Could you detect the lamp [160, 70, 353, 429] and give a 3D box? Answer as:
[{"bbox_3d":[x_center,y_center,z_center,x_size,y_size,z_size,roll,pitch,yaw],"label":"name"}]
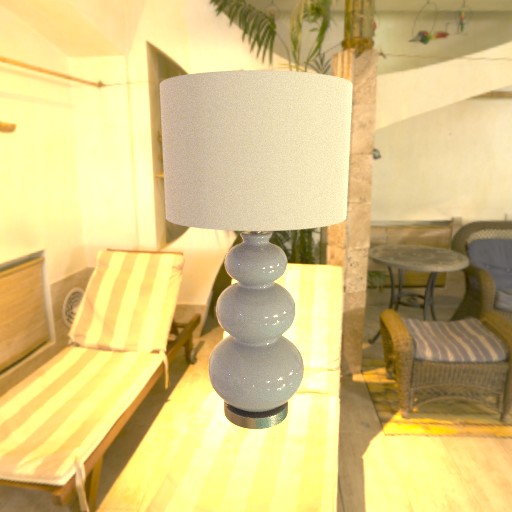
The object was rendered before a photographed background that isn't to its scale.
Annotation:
[{"bbox_3d":[0.000,0.000,0.939,0.367,0.730,0.367,2,13,9],"label":"lamp"}]
